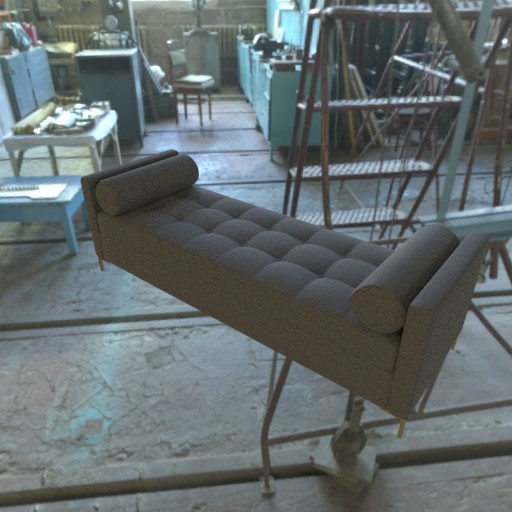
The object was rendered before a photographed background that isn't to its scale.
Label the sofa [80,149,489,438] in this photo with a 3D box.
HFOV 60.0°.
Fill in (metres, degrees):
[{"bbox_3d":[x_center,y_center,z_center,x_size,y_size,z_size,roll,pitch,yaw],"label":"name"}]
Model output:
[{"bbox_3d":[0.000,0.000,2.315,1.981,0.635,0.686,22,37,32],"label":"sofa"}]
